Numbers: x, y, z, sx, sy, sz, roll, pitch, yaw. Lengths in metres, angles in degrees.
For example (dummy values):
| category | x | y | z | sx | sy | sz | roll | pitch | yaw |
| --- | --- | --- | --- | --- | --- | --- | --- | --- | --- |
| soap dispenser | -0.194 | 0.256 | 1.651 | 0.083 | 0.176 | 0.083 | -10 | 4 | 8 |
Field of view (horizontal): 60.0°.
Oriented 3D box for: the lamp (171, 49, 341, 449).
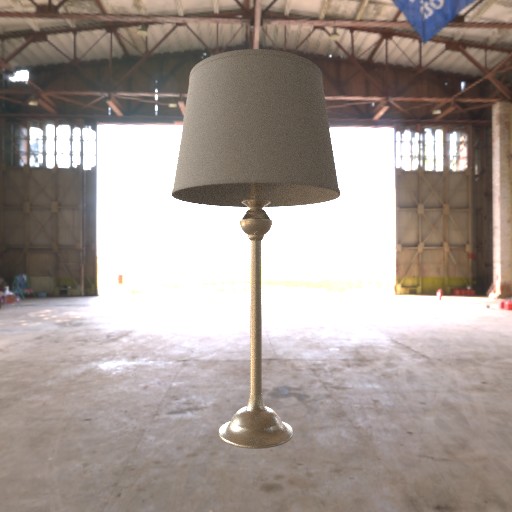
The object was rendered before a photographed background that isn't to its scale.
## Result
| category | x | y | z | sx | sy | sz | roll | pitch | yaw |
| --- | --- | --- | --- | --- | --- | --- | --- | --- | --- |
| lamp | 0.000 | 0.000 | 0.877 | 0.331 | 0.698 | 0.331 | 0 | -1 | 0 |
